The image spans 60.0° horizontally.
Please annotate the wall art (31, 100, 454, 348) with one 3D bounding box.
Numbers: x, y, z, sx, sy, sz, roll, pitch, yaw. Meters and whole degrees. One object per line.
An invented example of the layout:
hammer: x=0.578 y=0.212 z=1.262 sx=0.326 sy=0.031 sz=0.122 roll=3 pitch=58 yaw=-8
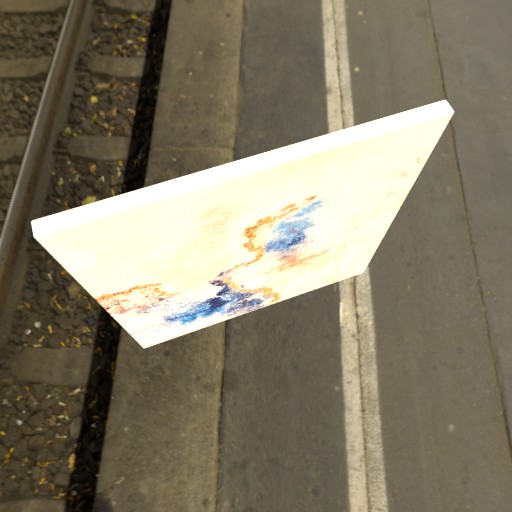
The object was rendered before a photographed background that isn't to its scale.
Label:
wall art: x=0.000 y=0.000 z=1.293 sx=0.889 sy=0.889 sz=0.038 roll=-18 pitch=66 yaw=-8
